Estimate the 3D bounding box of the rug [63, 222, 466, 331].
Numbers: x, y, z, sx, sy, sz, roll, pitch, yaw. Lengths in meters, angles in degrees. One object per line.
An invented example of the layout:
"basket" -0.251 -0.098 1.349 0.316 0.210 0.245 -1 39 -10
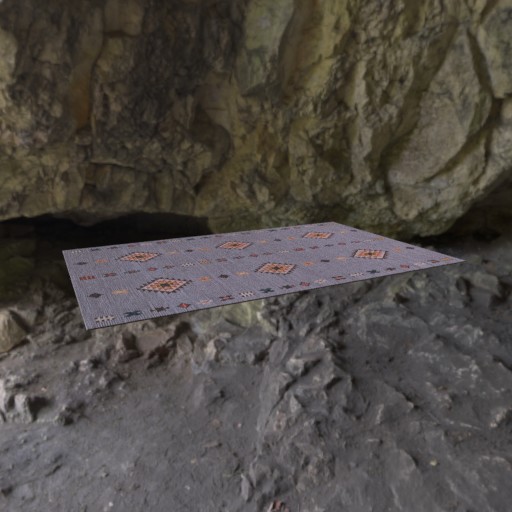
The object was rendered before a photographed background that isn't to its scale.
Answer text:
"rug" 0.000 0.000 3.133 2.427 0.007 1.515 -8 17 -26
